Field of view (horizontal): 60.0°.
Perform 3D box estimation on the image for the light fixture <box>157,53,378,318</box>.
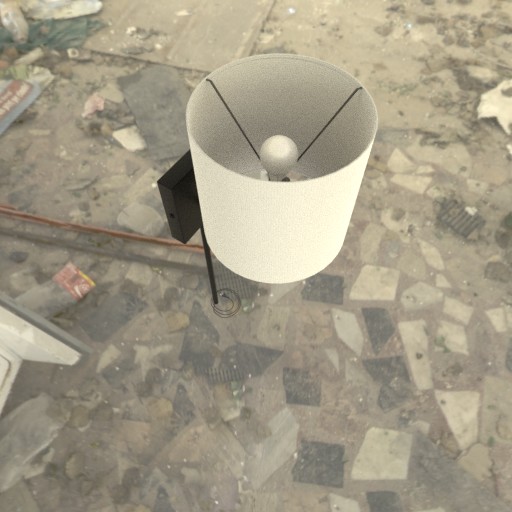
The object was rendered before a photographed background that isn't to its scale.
[{"bbox_3d":[0.000,0.000,0.694,0.248,0.589,0.188,29,62,17],"label":"light fixture"}]
